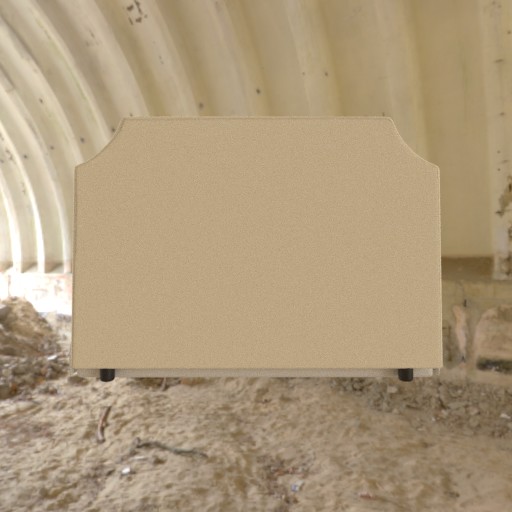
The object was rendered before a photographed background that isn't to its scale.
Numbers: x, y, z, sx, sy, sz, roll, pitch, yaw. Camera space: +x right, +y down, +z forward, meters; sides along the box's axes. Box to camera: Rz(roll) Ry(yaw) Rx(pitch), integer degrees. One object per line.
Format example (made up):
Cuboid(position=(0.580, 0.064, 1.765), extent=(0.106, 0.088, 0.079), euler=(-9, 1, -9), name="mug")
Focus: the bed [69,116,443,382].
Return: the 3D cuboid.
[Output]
Cuboid(position=(0.000, 0.000, 4.012), extent=(2.350, 1.590, 2.773), euler=(0, -2, 0), name="bed")
